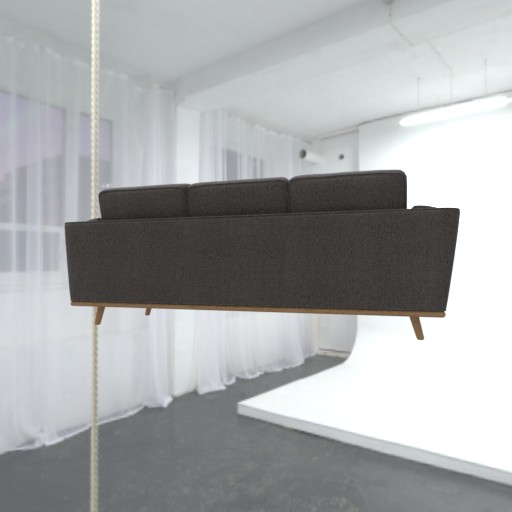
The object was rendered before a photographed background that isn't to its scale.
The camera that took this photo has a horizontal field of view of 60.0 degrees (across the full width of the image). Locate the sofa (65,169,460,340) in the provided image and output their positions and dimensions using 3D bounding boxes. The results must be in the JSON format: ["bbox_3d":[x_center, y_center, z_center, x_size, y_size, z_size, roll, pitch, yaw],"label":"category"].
[{"bbox_3d":[0.000,0.000,2.894,2.362,0.899,0.903,-1,-2,18],"label":"sofa"}]
